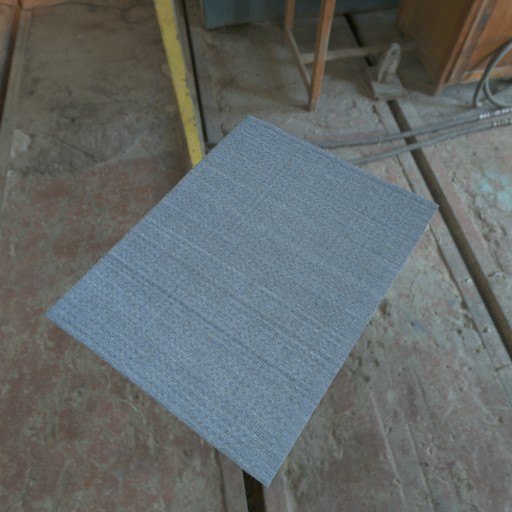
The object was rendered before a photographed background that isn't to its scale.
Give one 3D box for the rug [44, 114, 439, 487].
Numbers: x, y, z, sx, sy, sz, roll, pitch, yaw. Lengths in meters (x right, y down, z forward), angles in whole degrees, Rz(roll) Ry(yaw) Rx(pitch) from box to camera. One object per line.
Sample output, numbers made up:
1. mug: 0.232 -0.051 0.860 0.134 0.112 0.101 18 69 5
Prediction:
1. rug: 0.000 0.000 4.307 2.443 0.007 3.200 31 64 17
